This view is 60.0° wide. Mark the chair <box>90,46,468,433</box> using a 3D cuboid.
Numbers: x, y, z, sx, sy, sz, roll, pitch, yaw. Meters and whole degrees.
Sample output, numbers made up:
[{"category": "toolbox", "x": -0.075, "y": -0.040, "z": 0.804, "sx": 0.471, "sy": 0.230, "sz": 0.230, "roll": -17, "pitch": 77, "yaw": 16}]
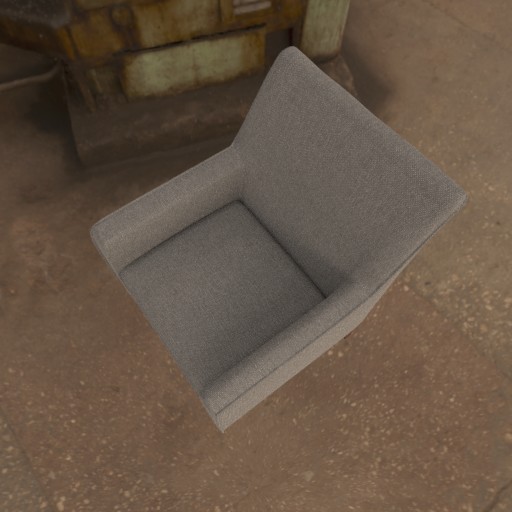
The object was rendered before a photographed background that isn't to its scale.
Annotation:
[{"category": "chair", "x": 0.000, "y": 0.000, "z": 1.604, "sx": 0.899, "sy": 0.919, "sz": 0.780, "roll": -33, "pitch": 67, "yaw": -16}]
